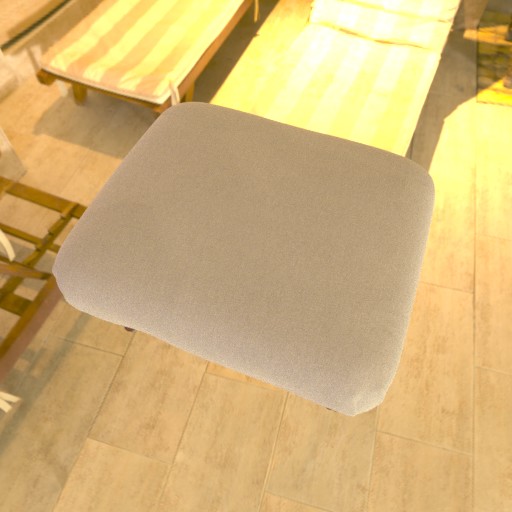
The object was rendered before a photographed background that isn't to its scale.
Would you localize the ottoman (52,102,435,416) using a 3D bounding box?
[{"bbox_3d":[0.000,0.000,1.115,0.746,0.450,0.622,18,59,11],"label":"ottoman"}]
